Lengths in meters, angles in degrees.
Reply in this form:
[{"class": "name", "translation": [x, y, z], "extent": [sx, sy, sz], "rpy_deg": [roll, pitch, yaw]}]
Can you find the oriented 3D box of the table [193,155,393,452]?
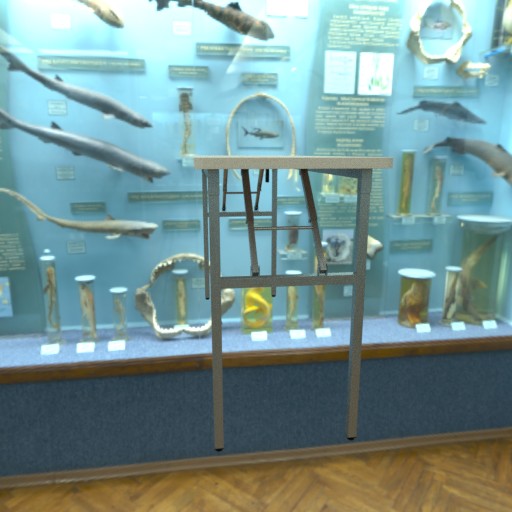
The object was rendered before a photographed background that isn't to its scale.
[{"class": "table", "translation": [0.000, 0.000, 1.705], "extent": [0.446, 0.750, 1.397], "rpy_deg": [-2, 13, -7]}]
